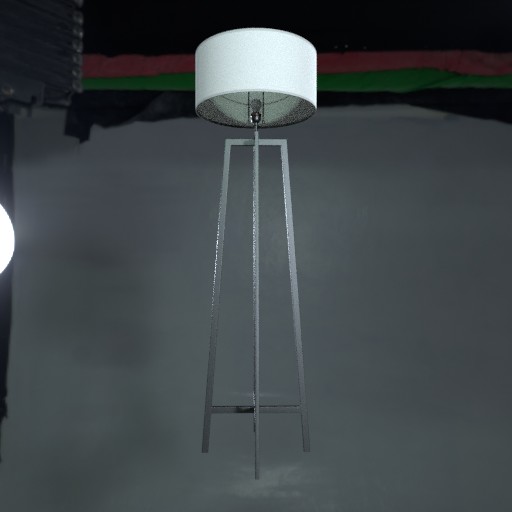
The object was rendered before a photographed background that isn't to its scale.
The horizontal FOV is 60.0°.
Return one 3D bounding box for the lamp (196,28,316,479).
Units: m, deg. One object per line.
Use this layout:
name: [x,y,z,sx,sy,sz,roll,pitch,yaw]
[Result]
lamp: [0.000,0.000,1.701,0.457,1.510,0.456,0,1,-1]
